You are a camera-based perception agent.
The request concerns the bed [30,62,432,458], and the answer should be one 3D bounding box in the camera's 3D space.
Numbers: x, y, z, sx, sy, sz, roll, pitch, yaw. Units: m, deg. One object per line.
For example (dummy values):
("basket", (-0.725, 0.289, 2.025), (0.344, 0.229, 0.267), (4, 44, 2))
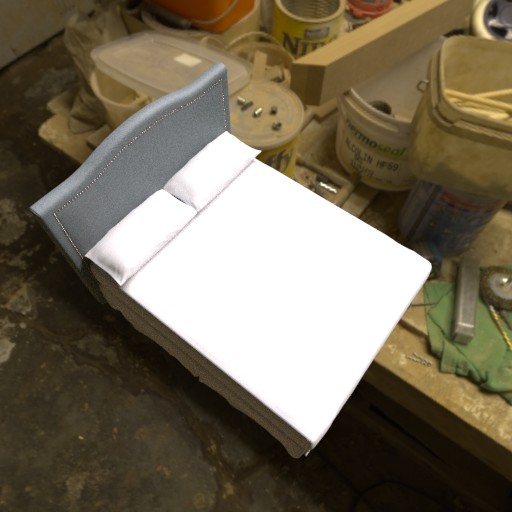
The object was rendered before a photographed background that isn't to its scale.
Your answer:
("bed", (0.000, 0.000, 3.214), (2.143, 1.460, 1.753), (34, 65, 18))
